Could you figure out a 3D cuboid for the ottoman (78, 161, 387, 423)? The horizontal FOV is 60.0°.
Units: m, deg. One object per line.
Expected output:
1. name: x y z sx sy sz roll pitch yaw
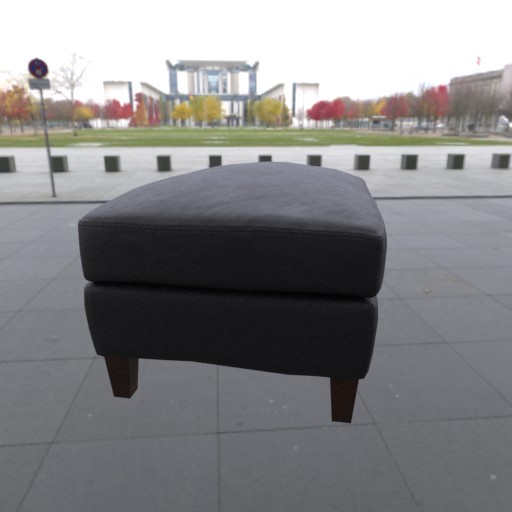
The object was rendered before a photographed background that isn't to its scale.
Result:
1. ottoman: 0.000 0.000 1.318 0.659 0.529 0.887 3 17 9
